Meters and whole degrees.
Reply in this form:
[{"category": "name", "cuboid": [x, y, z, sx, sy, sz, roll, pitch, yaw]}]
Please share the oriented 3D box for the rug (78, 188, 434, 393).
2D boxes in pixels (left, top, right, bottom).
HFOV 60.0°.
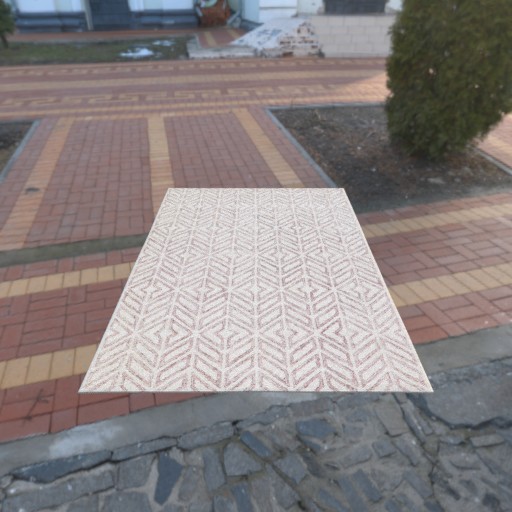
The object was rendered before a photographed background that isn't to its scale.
[{"category": "rug", "cuboid": [0.000, 0.000, 2.301, 1.220, 0.007, 1.828, 0, 31, 0]}]
